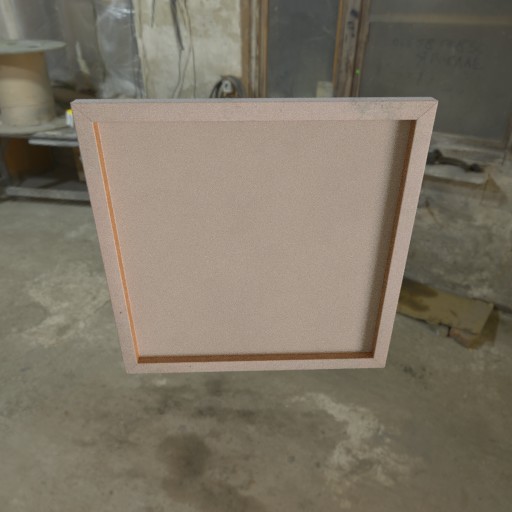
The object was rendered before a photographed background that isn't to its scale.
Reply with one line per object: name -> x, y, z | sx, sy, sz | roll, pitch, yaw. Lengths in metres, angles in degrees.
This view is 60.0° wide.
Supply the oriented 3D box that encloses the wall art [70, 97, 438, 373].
wall art -> 0.000, 0.000, 1.125 | 0.762, 0.762, 0.038 | -1, 31, -2
